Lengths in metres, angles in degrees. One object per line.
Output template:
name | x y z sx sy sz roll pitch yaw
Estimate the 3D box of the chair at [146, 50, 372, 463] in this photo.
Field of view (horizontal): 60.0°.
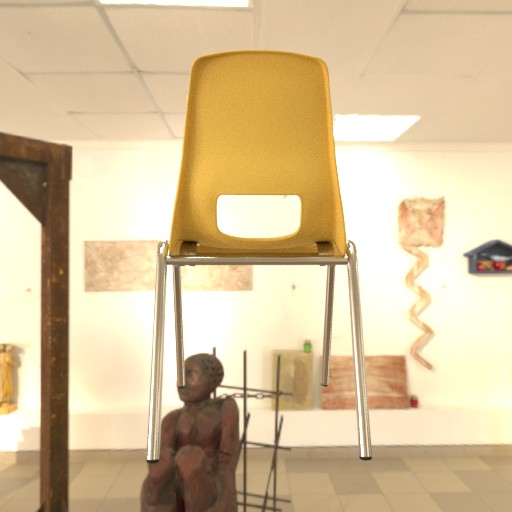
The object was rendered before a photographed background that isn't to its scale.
chair | 0.000 0.000 0.909 0.381 0.653 0.436 0 0 -2
